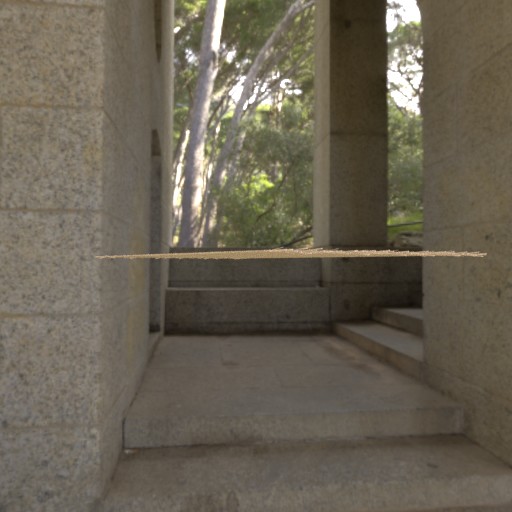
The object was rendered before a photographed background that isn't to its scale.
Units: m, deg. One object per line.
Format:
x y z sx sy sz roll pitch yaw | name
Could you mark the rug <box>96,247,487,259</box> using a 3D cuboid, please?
0.000 0.000 3.148 1.528 0.034 2.523 1 -1 -36 | rug
